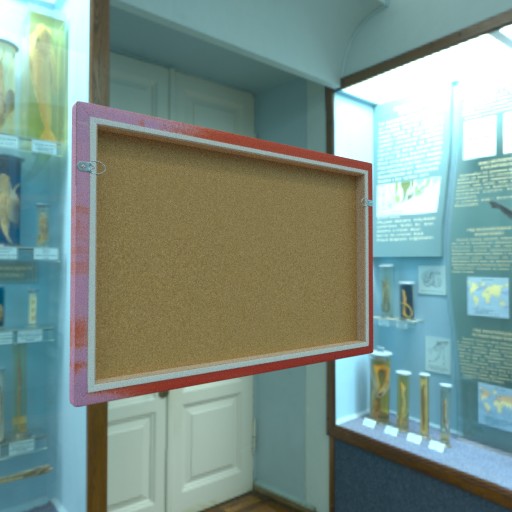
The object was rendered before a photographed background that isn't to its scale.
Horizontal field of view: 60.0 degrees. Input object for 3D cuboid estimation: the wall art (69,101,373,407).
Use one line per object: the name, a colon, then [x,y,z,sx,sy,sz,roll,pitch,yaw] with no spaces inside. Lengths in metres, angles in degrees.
wall art: [0.000,0.000,1.159,0.913,0.609,0.040,1,-1,-37]
